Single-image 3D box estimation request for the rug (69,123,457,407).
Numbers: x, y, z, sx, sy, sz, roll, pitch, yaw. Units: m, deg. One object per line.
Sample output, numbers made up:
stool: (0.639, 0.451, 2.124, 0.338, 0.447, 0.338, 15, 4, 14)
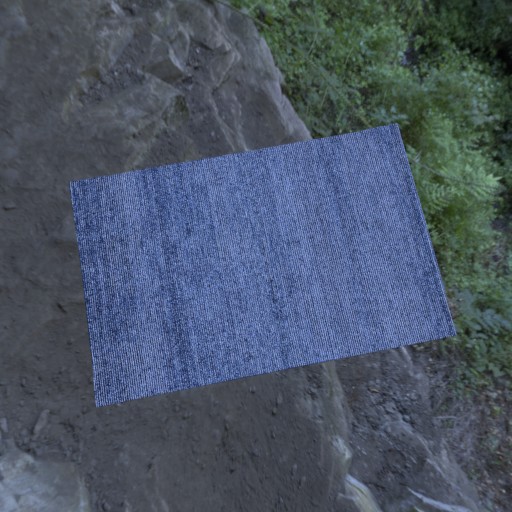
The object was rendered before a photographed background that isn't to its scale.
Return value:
rug: (0.000, 0.000, 2.254, 1.793, 0.025, 1.159, -11, 78, -2)
